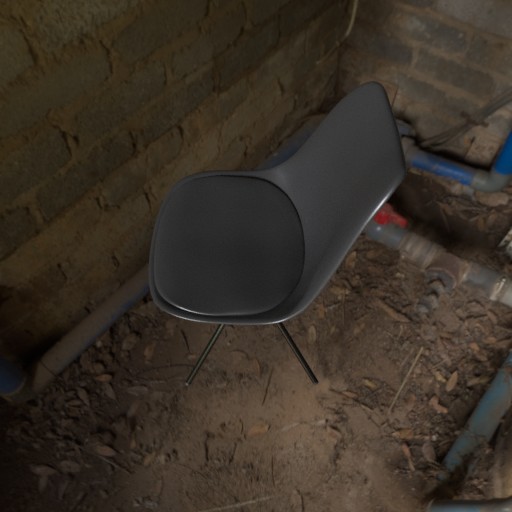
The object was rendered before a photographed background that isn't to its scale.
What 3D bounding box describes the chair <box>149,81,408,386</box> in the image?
[{"bbox_3d":[0.000,0.000,1.149,0.525,0.850,0.461,0,56,0],"label":"chair"}]
